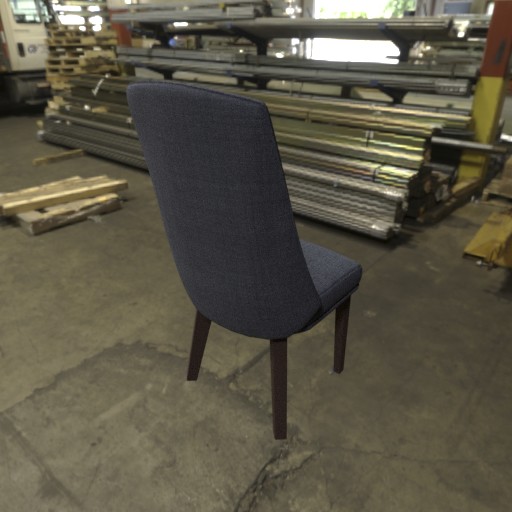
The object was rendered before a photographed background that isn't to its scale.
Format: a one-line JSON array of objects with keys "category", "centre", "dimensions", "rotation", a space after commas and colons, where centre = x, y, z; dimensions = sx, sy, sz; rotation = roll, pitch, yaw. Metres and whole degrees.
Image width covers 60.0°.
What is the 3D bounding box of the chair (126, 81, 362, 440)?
[{"category": "chair", "centre": [0.000, 0.000, 1.358], "dimensions": [0.510, 1.050, 0.577], "rotation": [21, 35, 34]}]
